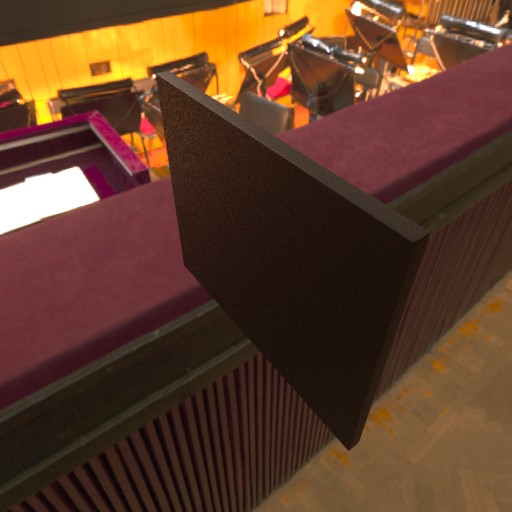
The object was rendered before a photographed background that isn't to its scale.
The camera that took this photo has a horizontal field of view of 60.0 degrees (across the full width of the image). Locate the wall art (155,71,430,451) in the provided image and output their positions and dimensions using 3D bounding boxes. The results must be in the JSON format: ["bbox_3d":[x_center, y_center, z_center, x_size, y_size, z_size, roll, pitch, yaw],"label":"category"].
[{"bbox_3d":[0.000,0.000,0.756,0.031,0.457,0.558,-26,48,-26],"label":"wall art"}]
